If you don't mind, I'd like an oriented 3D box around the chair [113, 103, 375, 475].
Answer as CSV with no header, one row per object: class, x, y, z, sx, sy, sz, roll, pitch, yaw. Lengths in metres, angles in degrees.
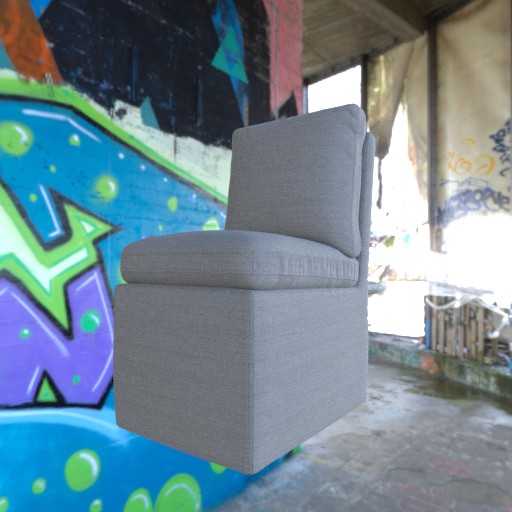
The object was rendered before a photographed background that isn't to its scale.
chair,0.000,0.000,1.320,0.503,0.927,0.698,0,0,37
